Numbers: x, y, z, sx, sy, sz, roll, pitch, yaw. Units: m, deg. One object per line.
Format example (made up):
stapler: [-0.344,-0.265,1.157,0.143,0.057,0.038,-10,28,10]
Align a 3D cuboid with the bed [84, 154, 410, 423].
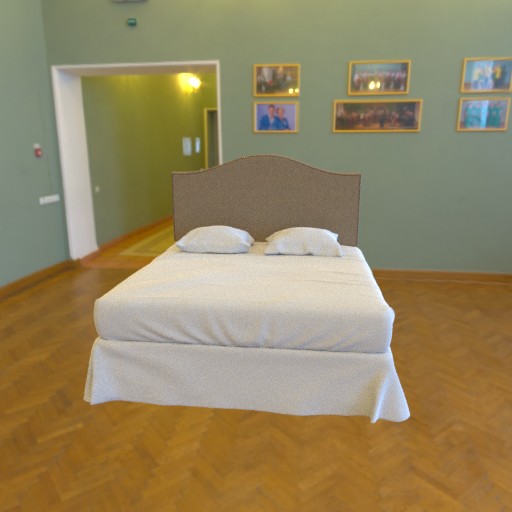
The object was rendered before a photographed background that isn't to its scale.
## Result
bed: [0.000,0.000,3.769,2.311,1.651,2.222,2,14,7]
